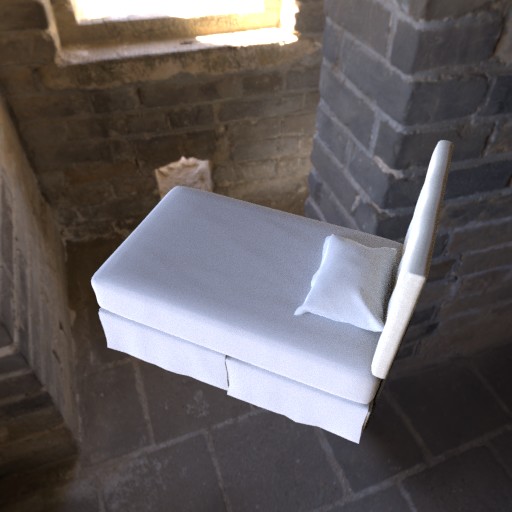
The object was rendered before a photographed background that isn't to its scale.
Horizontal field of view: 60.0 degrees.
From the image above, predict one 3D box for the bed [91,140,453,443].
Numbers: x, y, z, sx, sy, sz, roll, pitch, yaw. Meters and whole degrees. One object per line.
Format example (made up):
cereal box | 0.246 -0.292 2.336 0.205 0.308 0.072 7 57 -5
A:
bed | 0.000 0.000 2.967 1.997 1.571 1.261 17 48 16
